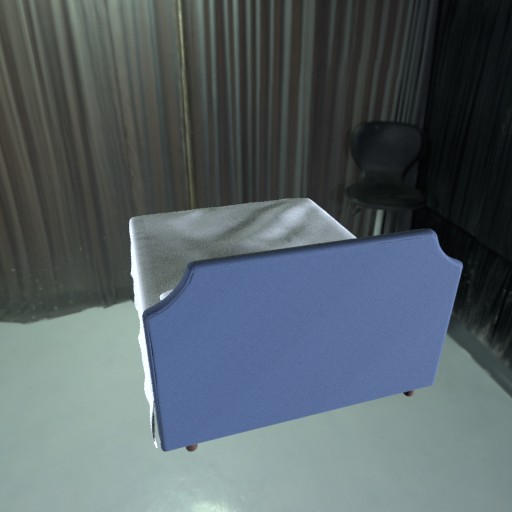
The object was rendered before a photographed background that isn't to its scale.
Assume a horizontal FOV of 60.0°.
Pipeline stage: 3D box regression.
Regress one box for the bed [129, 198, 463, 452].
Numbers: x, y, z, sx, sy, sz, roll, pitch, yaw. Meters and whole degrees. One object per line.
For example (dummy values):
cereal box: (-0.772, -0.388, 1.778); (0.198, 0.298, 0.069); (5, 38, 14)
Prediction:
bed: (0.000, 0.000, 4.191); (2.350, 1.488, 2.773); (-8, 29, -15)
